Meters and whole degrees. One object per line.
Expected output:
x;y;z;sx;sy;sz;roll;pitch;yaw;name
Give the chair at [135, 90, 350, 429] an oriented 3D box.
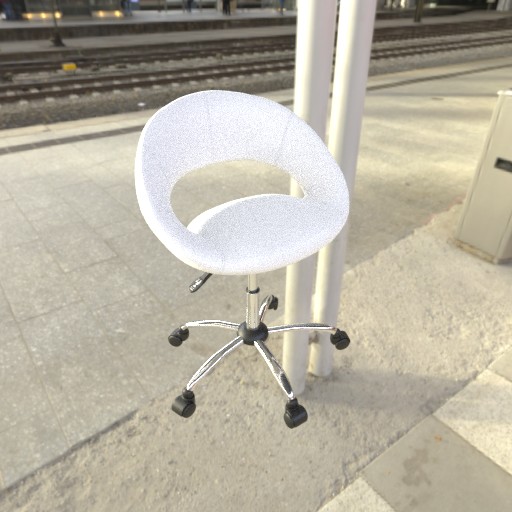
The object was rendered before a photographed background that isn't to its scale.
0.000;0.000;1.206;0.612;0.791;0.538;-22;37;-33;chair
